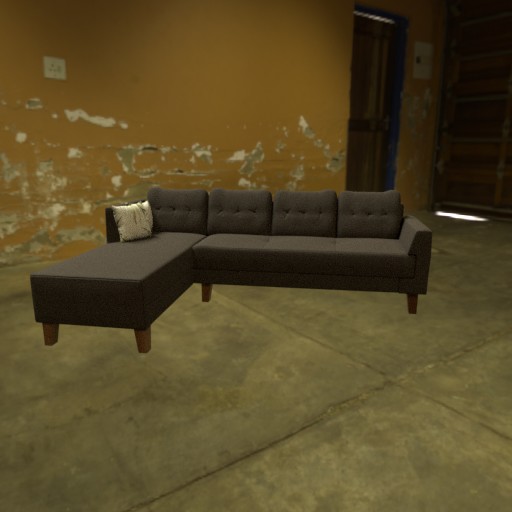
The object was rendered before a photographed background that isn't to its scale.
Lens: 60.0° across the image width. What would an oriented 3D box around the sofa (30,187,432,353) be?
[{"bbox_3d":[0.000,0.000,3.503,2.679,0.932,1.829,2,13,9],"label":"sofa"}]
